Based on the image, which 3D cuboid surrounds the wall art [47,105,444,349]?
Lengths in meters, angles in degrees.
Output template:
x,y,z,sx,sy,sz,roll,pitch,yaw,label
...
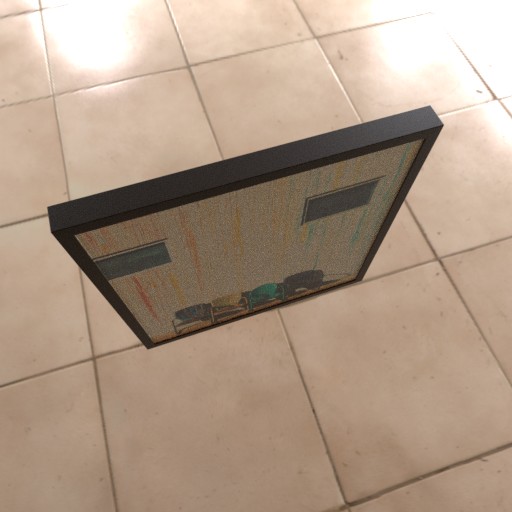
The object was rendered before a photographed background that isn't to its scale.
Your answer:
x,y,z,sx,sy,sz,roll,pitch,yaw,label
0.000,0.000,0.775,0.506,0.506,0.037,-17,64,-8,wall art
